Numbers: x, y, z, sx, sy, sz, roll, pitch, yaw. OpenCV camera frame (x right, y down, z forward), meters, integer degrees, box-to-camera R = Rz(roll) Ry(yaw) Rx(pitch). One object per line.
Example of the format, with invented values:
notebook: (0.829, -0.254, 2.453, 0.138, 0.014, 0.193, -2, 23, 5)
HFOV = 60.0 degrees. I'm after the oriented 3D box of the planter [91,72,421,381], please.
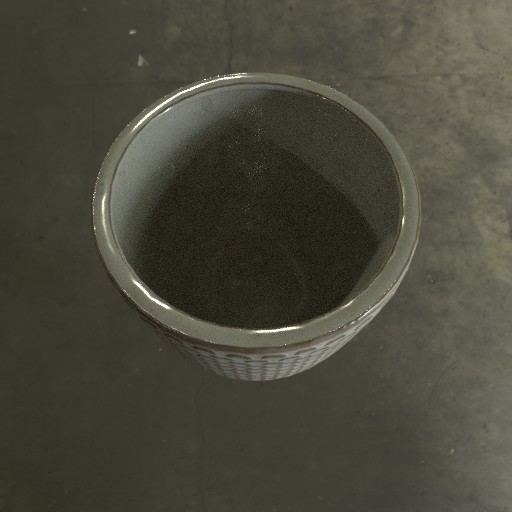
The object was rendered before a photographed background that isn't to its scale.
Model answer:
planter: (0.000, 0.000, 0.243, 0.139, 0.130, 0.139, 0, 64, 0)
